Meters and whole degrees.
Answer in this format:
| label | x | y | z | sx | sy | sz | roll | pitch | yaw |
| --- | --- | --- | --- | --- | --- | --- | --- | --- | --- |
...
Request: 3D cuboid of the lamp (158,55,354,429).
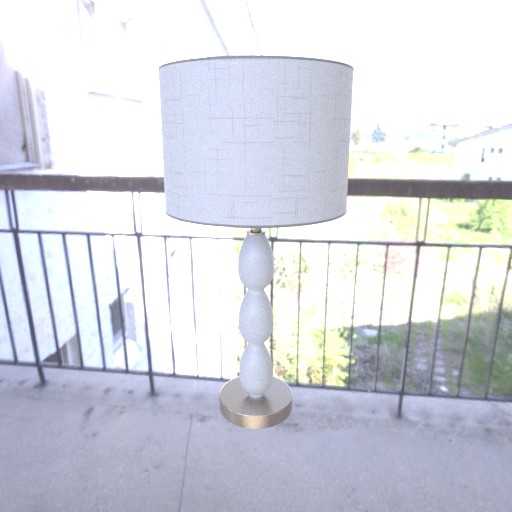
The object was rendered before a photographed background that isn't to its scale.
| label | x | y | z | sx | sy | sz | roll | pitch | yaw |
| --- | --- | --- | --- | --- | --- | --- | --- | --- | --- |
| lamp | 0.000 | 0.000 | 0.720 | 0.280 | 0.559 | 0.282 | 3 | 16 | 9 |
